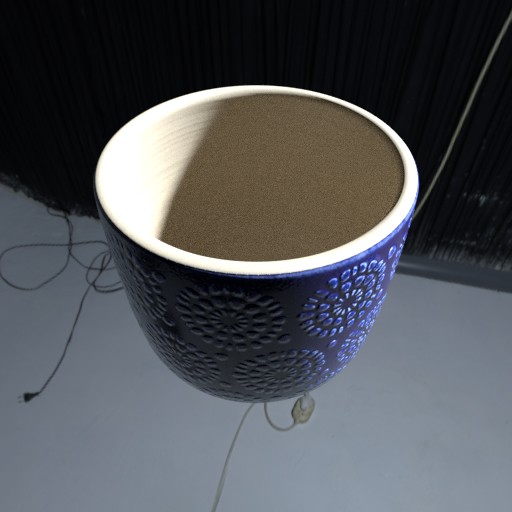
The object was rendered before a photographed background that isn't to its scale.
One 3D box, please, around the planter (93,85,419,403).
[{"bbox_3d":[0.000,0.000,0.281,0.165,0.149,0.165,0,46,0],"label":"planter"}]
